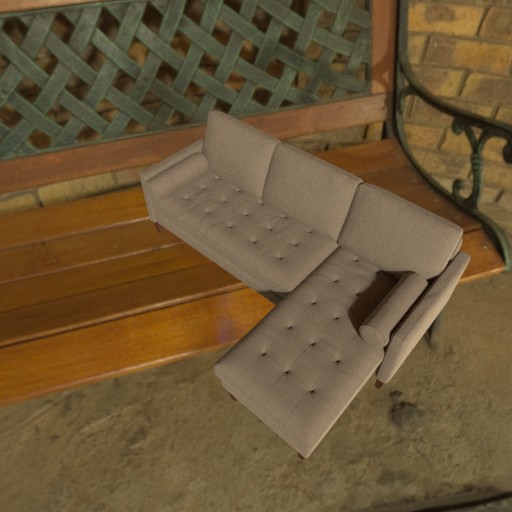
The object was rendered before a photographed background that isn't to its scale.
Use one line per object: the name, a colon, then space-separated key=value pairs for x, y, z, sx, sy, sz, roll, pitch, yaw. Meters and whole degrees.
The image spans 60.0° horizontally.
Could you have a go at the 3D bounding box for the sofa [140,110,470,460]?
sofa: x=0.000 y=0.000 z=2.915 sx=2.178 sy=0.875 sz=1.506 roll=33 pitch=55 yaw=27
